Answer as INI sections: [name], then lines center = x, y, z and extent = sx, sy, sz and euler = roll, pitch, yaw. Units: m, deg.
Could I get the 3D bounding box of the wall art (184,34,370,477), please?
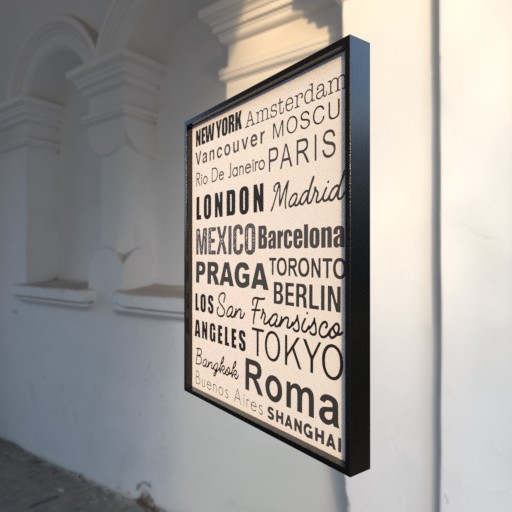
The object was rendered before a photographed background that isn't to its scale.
[wall art]
center = 0.000, 0.000, 0.742
extent = 0.038, 0.551, 0.448
euler = 0, 0, -36
